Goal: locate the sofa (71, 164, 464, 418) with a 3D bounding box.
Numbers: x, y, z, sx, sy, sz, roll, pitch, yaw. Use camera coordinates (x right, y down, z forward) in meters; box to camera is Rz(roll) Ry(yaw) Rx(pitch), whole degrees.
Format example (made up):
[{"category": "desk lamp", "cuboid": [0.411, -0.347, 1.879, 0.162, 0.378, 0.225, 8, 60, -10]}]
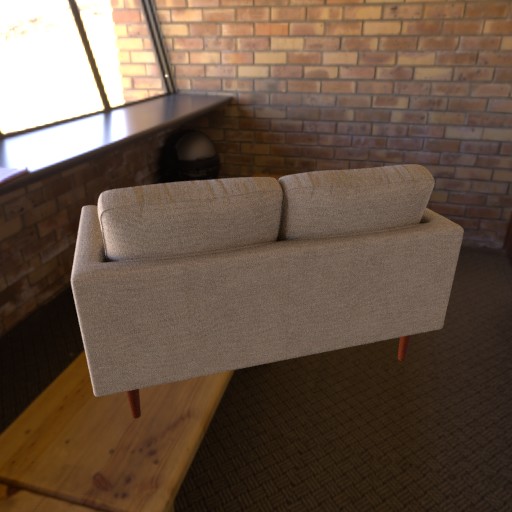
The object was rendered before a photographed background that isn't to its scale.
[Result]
[{"category": "sofa", "cuboid": [0.000, 0.000, 2.121, 1.582, 0.944, 0.903, -7, 27, -15]}]
